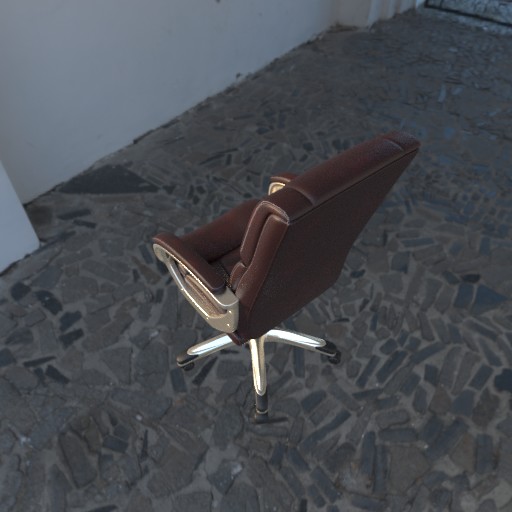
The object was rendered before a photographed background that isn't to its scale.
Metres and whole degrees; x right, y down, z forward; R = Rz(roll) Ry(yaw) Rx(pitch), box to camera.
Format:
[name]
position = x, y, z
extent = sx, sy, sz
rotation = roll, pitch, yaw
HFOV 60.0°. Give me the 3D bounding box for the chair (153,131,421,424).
[chair]
position = 0.000, 0.000, 1.551
extent = 0.662, 1.107, 0.739
rotation = -31, 53, -27
